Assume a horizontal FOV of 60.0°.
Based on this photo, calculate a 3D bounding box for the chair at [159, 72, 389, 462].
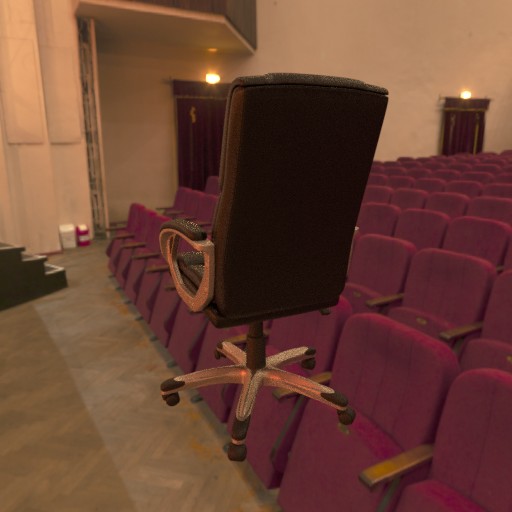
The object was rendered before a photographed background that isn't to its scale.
[{"bbox_3d":[0.000,0.000,1.613,0.700,1.145,0.780,-7,16,-26],"label":"chair"}]
